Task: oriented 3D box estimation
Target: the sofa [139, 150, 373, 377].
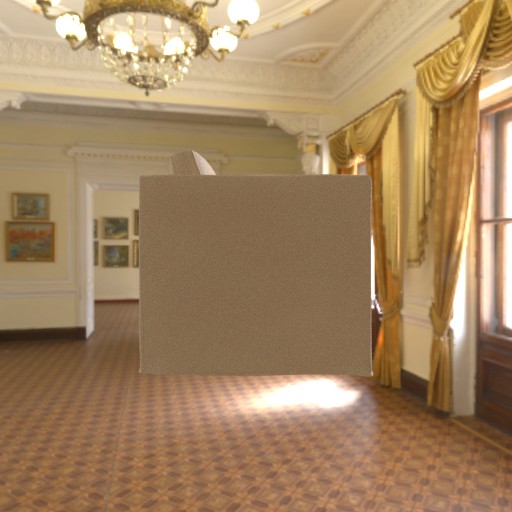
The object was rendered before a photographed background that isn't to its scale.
[{"bbox_3d":[0.000,0.000,3.236,1.036,0.999,2.779,0,0,0],"label":"sofa"}]
